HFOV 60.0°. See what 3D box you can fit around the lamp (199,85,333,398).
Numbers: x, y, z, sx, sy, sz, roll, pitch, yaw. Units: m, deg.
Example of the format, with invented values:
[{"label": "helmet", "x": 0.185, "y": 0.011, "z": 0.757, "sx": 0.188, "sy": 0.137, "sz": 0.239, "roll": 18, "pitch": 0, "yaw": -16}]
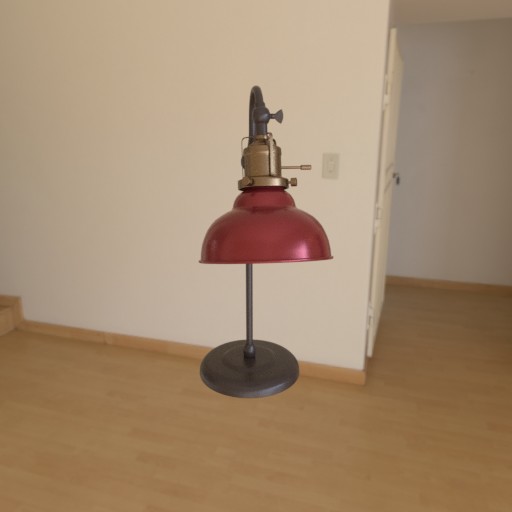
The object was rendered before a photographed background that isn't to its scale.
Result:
[{"label": "lamp", "x": 0.000, "y": 0.000, "z": 0.704, "sx": 0.192, "sy": 0.508, "sz": 0.374, "roll": -2, "pitch": 16, "yaw": -8}]
